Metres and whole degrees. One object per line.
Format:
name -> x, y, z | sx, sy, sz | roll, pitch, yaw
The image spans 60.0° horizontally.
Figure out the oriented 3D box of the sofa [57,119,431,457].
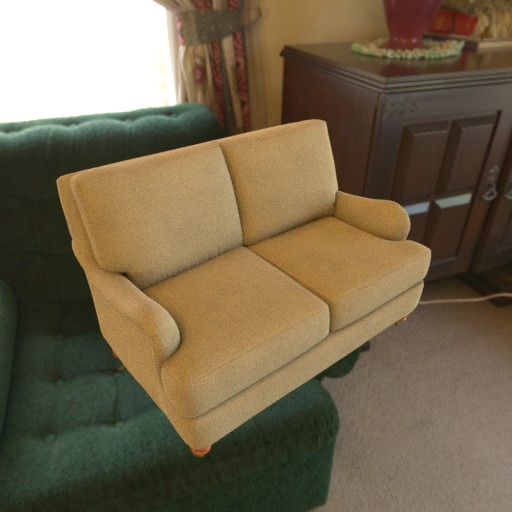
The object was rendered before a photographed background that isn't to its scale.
sofa -> 0.000, 0.000, 2.172 | 1.480, 0.999, 1.087 | -23, 39, -32
